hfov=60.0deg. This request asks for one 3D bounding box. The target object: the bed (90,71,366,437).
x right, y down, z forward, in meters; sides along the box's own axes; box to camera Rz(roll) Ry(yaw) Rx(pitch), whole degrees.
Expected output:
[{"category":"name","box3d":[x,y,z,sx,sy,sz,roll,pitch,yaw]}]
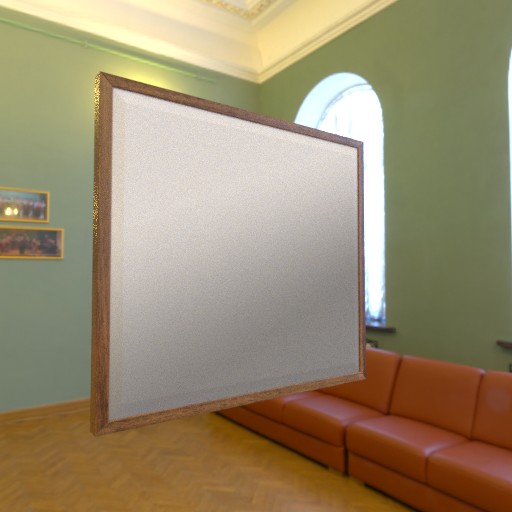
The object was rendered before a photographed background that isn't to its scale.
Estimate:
[{"category":"bed","box3d":[0.000,0.000,1.462,1.041,0.940,0.043,2,-3,-36]}]
